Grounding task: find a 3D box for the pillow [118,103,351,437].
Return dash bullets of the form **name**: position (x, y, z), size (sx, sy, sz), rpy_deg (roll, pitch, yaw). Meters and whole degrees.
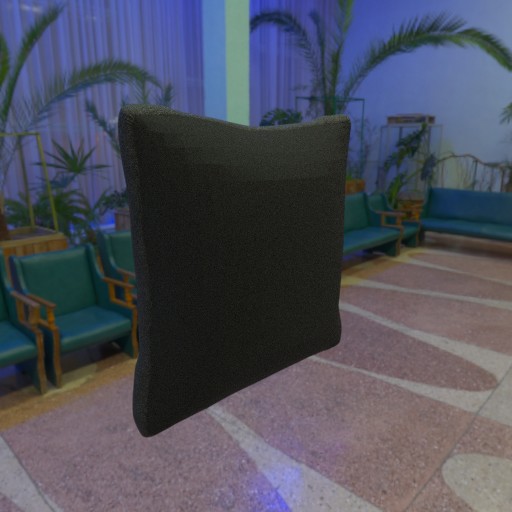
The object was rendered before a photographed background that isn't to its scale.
- **pillow**: position (0.000, 0.000, 0.824), size (0.533, 0.523, 0.210), rpy_deg (-13, 19, -42)
